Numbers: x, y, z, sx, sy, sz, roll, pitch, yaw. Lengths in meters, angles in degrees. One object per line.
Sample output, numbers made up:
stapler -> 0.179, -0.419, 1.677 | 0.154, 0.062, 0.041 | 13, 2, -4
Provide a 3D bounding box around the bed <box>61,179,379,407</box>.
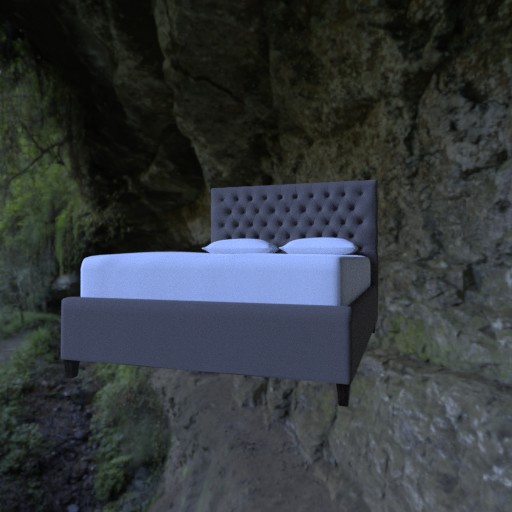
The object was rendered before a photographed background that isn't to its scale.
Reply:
bed -> 0.000, 0.000, 3.368 | 1.696, 1.426, 2.233 | 0, 0, 18
